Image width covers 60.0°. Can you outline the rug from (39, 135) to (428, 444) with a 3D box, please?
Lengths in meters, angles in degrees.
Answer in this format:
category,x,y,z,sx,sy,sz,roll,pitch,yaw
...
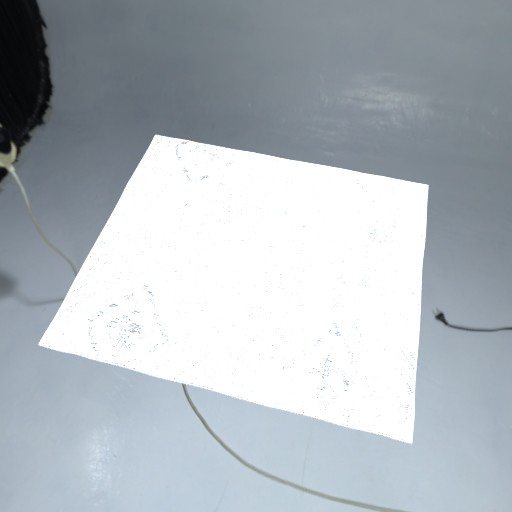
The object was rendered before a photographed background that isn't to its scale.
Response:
category,x,y,z,sx,sy,sz,roll,pitch,yaw
rug,0.000,0.000,0.868,0.639,0.006,0.548,12,58,8
